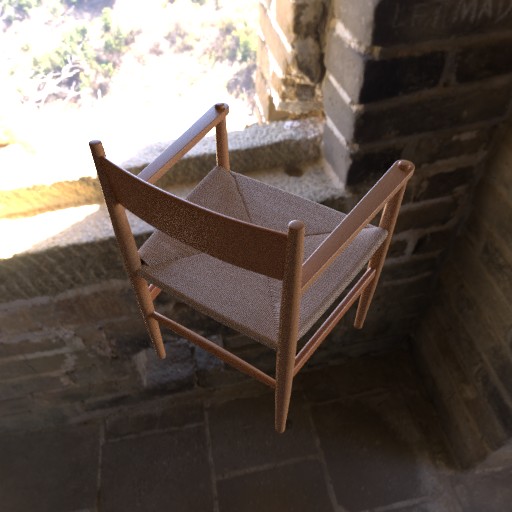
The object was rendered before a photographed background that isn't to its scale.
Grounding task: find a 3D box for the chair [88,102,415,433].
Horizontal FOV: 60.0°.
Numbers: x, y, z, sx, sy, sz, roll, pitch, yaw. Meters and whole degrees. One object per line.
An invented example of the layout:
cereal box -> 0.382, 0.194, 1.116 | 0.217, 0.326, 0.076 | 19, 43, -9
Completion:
chair -> 0.000, 0.000, 1.141 | 0.556, 0.762, 0.495 | 25, 51, 22
